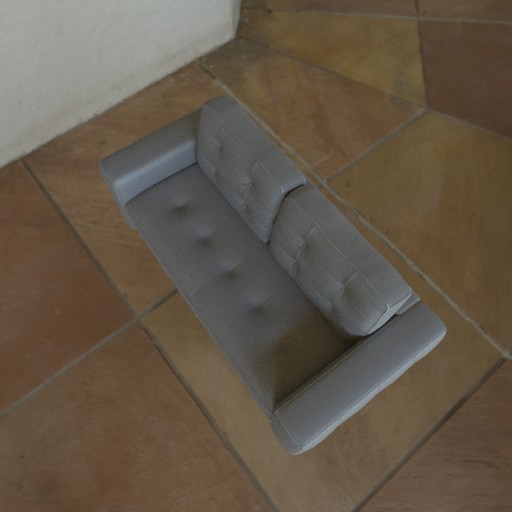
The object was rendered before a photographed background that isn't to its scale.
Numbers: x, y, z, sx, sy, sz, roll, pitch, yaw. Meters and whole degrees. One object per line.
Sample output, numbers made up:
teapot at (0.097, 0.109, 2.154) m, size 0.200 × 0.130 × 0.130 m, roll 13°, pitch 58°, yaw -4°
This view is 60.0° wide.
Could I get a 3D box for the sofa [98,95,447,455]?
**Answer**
sofa at (0.000, 0.000, 2.250) m, size 0.833 × 0.893 × 1.726 m, roll -33°, pitch 68°, yaw -15°
